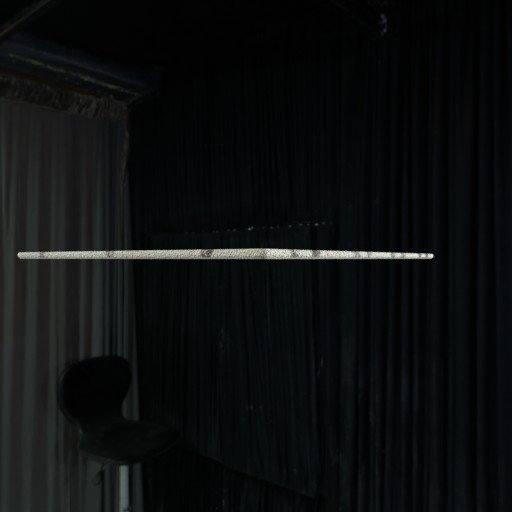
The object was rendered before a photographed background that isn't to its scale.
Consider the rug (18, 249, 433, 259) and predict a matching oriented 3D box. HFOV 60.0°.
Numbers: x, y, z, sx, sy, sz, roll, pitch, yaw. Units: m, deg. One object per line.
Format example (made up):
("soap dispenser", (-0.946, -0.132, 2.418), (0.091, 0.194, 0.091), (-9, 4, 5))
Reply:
("rug", (0.000, 0.000, 2.063), (1.200, 0.025, 1.600), (0, 0, 35))
